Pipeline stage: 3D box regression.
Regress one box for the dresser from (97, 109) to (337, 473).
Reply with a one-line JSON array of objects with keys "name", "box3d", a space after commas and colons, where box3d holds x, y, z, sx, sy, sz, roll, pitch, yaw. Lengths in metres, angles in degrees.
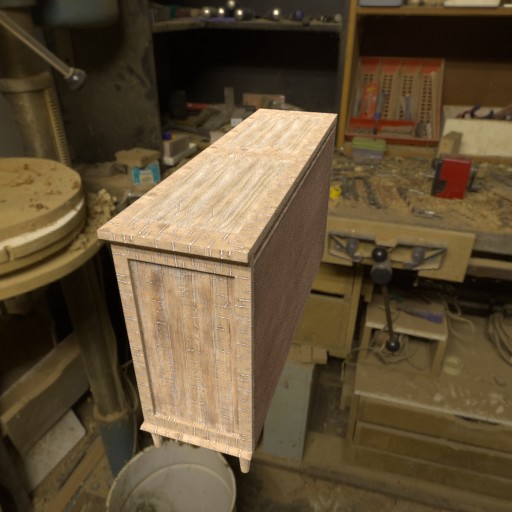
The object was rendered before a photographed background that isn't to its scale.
[{"name": "dresser", "box3d": [0.000, 0.000, 2.146, 0.457, 1.016, 1.626, 9, 32, 15]}]
